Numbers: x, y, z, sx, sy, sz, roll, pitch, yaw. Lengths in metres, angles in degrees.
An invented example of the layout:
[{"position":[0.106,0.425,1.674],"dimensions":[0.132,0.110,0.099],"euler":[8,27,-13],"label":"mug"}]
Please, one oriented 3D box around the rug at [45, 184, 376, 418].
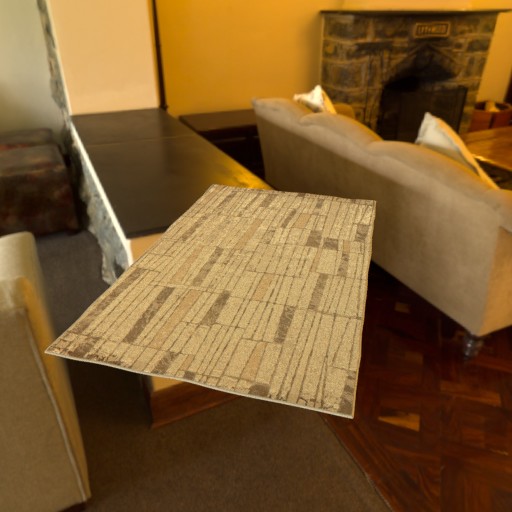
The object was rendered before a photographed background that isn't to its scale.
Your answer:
[{"position":[0.000,0.000,3.060],"dimensions":[1.531,0.023,2.444],"euler":[8,31,13],"label":"rug"}]
